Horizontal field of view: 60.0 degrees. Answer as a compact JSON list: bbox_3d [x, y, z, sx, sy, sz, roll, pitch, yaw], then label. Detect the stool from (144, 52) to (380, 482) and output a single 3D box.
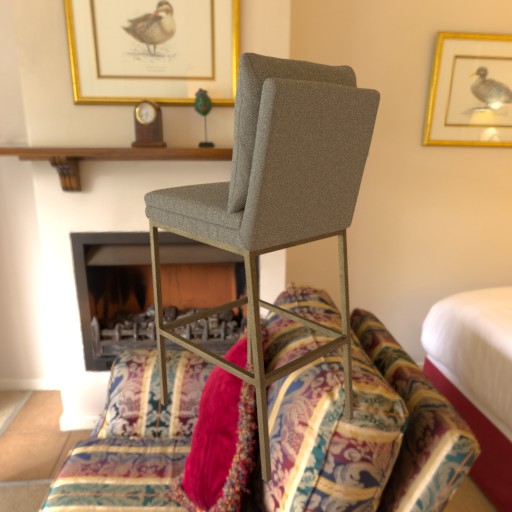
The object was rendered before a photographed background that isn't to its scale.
[{"bbox_3d":[0.000,0.000,1.416,0.463,1.132,0.569,-14,21,-41],"label":"stool"}]
